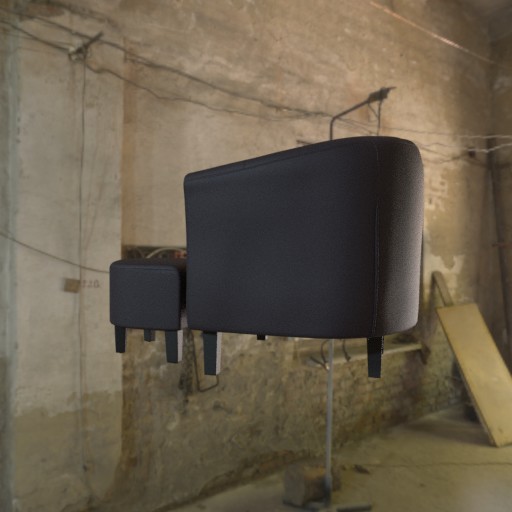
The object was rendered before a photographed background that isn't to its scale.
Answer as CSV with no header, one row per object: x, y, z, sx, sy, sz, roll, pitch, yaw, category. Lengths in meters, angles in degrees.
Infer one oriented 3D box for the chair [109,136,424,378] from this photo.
0.000,0.000,1.683,1.191,0.760,0.763,0,1,17,chair
